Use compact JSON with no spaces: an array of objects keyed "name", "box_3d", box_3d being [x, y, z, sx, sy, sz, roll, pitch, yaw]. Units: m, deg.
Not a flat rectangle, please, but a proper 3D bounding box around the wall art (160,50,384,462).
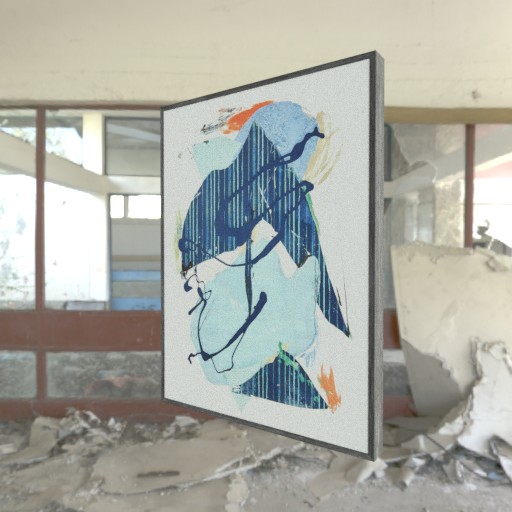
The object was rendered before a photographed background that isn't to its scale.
[{"name":"wall art","box_3d":[0.000,0.000,1.338,0.762,1.016,0.063,1,1,35]}]
